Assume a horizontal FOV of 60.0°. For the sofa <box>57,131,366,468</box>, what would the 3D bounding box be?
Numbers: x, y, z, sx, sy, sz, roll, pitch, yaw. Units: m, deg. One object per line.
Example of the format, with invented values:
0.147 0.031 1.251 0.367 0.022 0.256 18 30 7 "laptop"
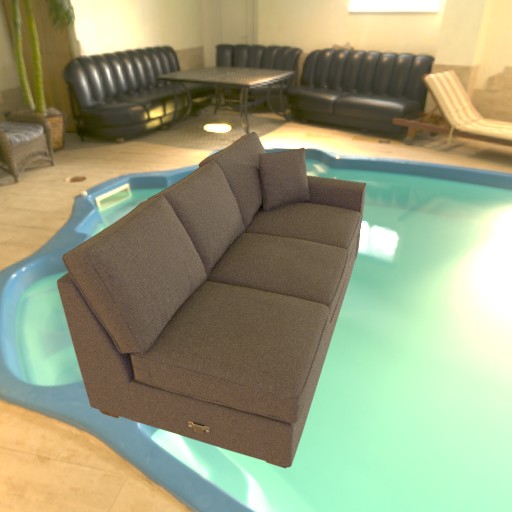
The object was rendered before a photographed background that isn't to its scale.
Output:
0.000 0.000 2.550 1.034 0.946 1.963 10 31 17 "sofa"
